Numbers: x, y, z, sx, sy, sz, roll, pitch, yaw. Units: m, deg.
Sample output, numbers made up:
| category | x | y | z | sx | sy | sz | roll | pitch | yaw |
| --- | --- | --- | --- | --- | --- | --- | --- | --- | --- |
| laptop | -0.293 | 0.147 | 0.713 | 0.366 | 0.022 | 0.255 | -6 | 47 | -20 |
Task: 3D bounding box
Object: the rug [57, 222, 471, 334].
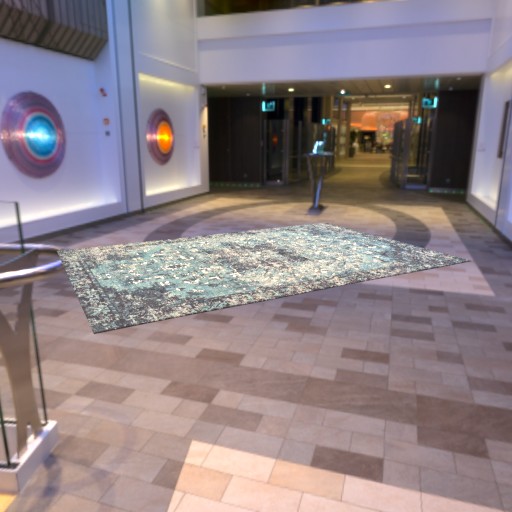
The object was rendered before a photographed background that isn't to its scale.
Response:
| category | x | y | z | sx | sy | sz | roll | pitch | yaw |
| --- | --- | --- | --- | --- | --- | --- | --- | --- | --- |
| rug | 0.000 | 0.000 | 2.340 | 1.828 | 0.005 | 1.219 | -8 | 17 | -28 |
